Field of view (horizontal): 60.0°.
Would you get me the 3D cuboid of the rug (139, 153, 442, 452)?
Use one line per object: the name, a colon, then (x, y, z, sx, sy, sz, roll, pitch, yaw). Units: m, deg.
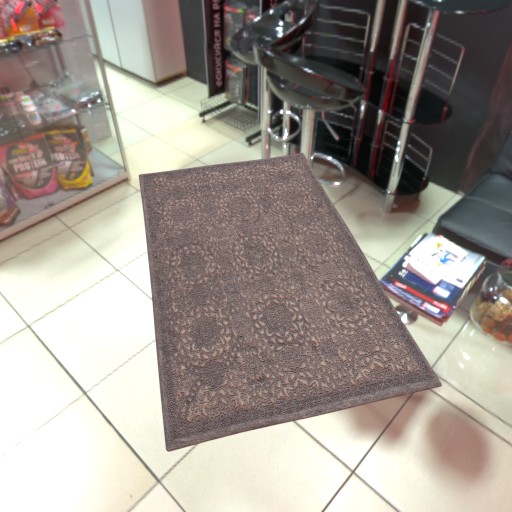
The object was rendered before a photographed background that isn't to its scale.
rug: (0.000, 0.000, 3.204, 1.535, 0.022, 2.498, -10, 45, -10)
